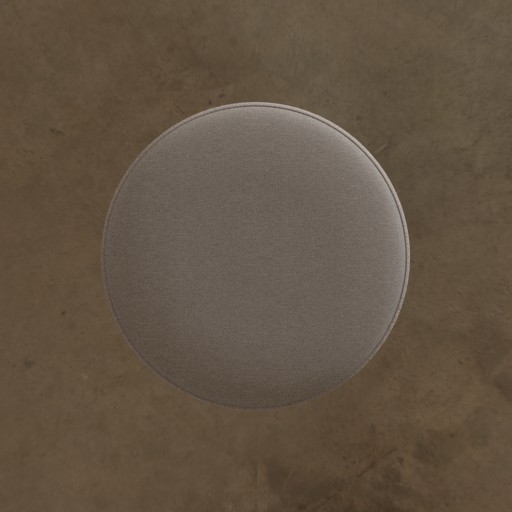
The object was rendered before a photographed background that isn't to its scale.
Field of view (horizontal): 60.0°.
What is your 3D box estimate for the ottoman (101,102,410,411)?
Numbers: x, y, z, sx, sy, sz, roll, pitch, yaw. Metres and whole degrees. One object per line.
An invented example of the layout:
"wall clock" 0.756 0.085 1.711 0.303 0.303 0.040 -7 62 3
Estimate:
"ottoman" 0.000 0.000 1.027 0.608 0.433 0.608 0 91 1
